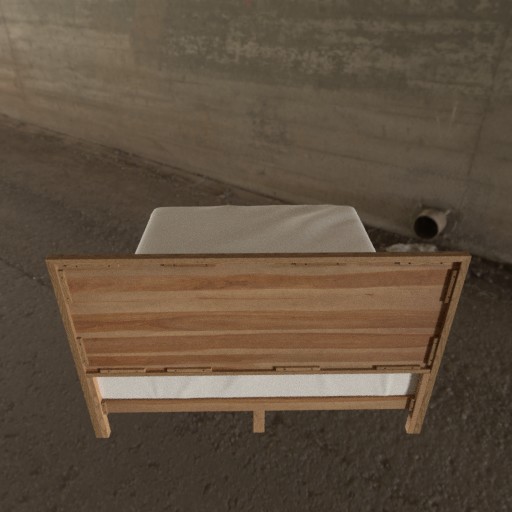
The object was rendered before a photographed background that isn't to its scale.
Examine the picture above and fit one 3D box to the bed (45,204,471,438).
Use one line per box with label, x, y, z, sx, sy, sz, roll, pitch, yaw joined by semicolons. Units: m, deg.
bed;0.000;0.000;3.358;2.013;1.295;2.184;0;31;-1
